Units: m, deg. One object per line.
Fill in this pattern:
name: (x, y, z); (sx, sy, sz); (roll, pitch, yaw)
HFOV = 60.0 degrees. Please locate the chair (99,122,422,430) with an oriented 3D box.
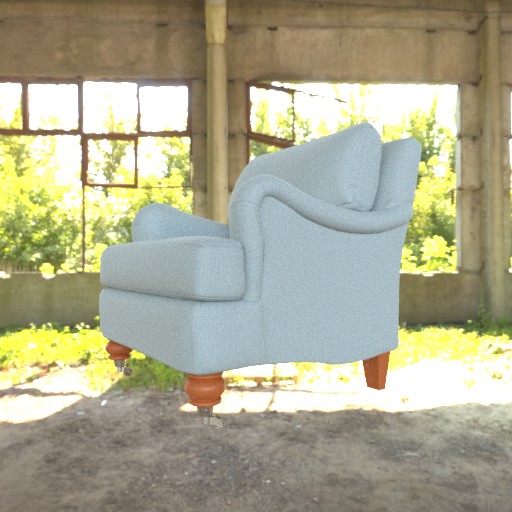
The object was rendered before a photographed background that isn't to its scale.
chair: (0.000, 0.000, 1.853); (1.070, 1.038, 0.955); (0, -1, -36)
